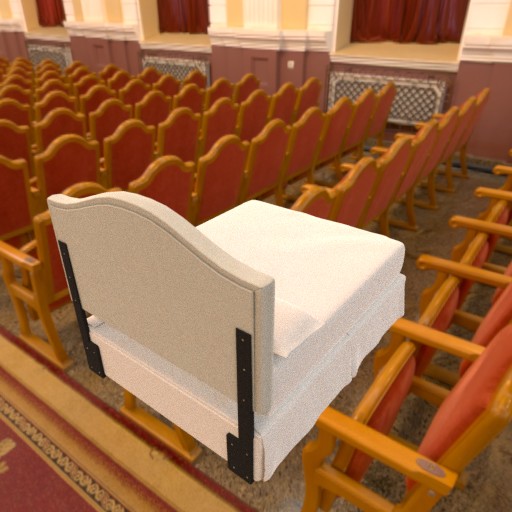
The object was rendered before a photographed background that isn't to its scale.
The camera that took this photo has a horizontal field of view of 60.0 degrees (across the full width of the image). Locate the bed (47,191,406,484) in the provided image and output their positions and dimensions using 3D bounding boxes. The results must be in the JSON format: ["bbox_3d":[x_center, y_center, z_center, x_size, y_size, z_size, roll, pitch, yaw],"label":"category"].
[{"bbox_3d":[0.000,0.000,3.405,1.813,1.607,2.180,20,35,32],"label":"bed"}]
